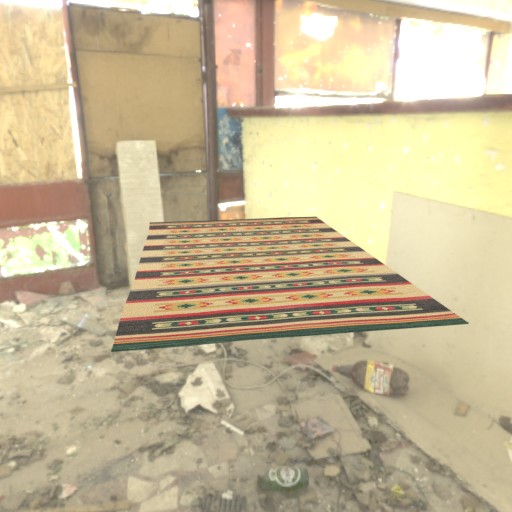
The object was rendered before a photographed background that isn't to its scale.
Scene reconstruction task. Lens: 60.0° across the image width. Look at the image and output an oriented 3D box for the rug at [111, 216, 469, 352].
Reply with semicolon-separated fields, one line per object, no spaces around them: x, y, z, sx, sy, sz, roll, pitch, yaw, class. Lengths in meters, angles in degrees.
0.000;0.000;2.923;1.522;0.010;2.311;-3;17;-9;rug
